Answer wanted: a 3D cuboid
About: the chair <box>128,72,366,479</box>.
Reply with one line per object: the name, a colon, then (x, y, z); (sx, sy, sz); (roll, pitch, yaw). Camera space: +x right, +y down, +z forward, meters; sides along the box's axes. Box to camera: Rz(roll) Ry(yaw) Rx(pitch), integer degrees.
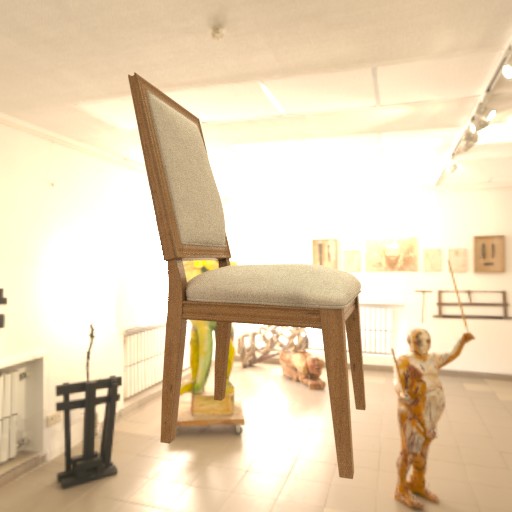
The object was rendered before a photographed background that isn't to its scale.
chair: (0.000, 0.000, 1.306); (0.601, 0.988, 0.536); (0, 0, 17)
